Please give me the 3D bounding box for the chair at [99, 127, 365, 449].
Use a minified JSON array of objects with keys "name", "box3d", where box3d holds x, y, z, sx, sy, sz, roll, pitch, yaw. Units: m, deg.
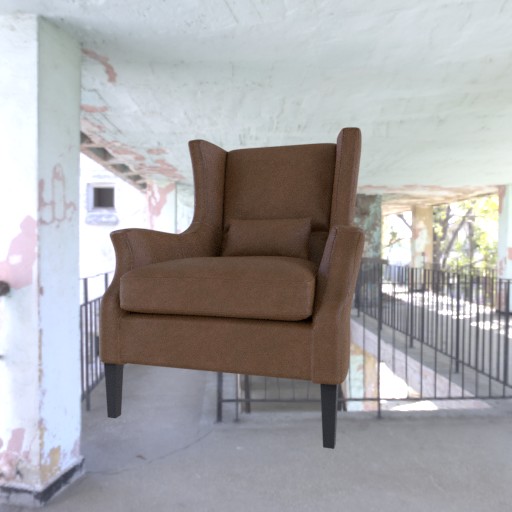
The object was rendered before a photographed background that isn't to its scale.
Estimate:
[{"name":"chair","box3d":[0.000,0.000,1.699,0.852,1.016,0.925,0,1,18]}]
